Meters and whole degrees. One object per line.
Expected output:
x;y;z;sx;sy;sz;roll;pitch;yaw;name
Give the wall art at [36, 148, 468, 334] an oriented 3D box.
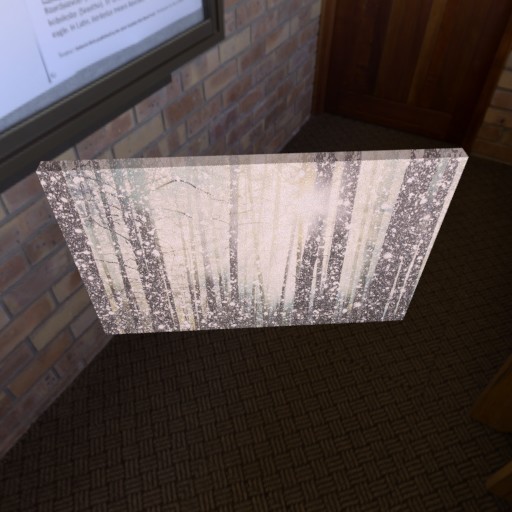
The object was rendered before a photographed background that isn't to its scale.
0.000;0.000;1.169;0.919;0.598;0.038;-2;46;-2;wall art
